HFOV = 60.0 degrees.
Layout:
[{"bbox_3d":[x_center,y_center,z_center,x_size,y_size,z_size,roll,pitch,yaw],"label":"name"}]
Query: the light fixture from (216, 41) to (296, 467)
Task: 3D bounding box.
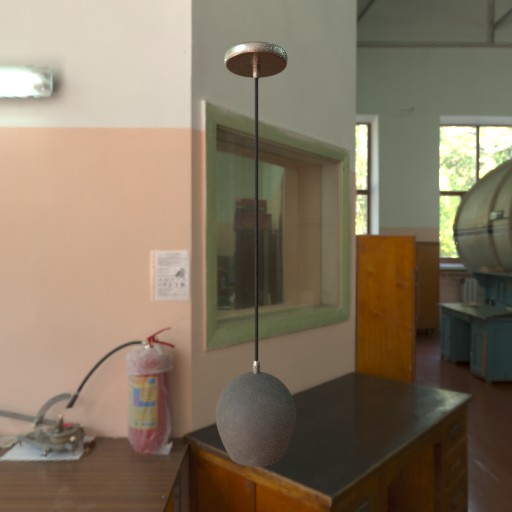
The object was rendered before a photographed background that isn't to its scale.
[{"bbox_3d":[0.000,0.000,0.845,0.153,0.760,0.153,0,0,34],"label":"light fixture"}]
